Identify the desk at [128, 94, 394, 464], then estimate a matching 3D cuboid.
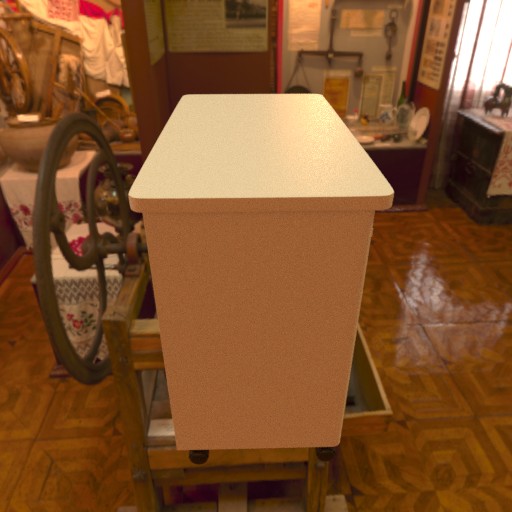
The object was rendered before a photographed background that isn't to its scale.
[{"bbox_3d":[0.000,0.000,1.334,0.475,0.763,0.877,-1,31,-1],"label":"desk"}]
